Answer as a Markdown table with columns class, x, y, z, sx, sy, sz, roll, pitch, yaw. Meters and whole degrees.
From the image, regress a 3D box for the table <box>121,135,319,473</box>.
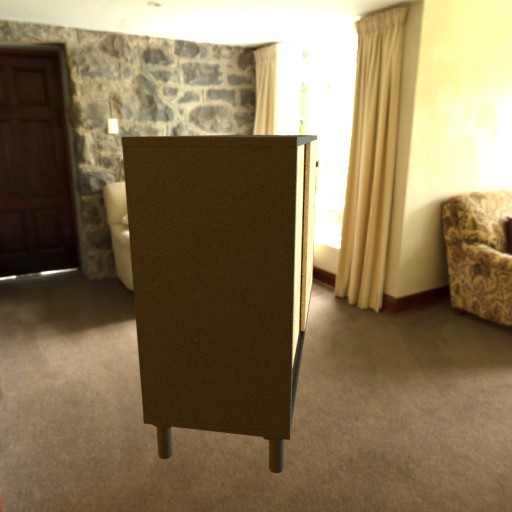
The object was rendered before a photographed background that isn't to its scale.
| class | x | y | z | sx | sy | sz | roll | pitch | yaw |
| --- | --- | --- | --- | --- | --- | --- | --- | --- | --- |
| table | 0.000 | 0.000 | 1.631 | 0.400 | 0.855 | 1.200 | 3 | 16 | 9 |
